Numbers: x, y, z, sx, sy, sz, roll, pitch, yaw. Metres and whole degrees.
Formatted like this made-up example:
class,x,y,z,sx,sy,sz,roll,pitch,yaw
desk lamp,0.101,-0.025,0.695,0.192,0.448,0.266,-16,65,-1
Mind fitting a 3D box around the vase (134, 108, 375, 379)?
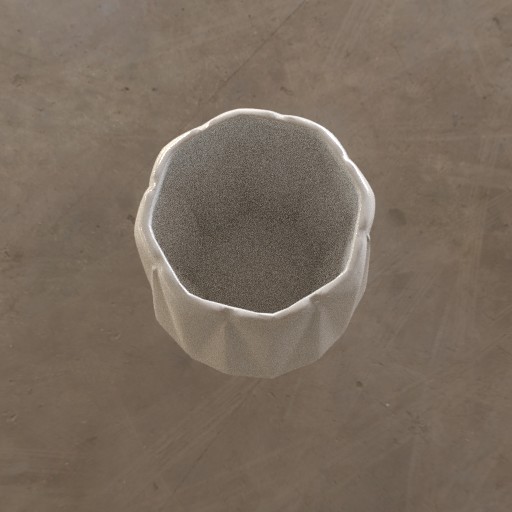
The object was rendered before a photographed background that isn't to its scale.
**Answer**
class,x,y,z,sx,sy,sz,roll,pitch,yaw
vase,0.000,0.000,0.265,0.141,0.152,0.141,0,74,0
